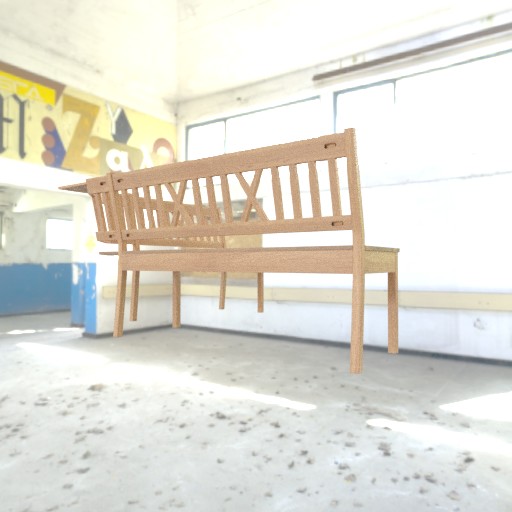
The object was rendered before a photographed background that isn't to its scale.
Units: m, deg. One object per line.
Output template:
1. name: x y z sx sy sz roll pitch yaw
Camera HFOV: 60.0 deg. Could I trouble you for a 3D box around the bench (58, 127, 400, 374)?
1. bench: 0.000 0.000 2.777 1.937 0.902 1.537 -1 -1 35
